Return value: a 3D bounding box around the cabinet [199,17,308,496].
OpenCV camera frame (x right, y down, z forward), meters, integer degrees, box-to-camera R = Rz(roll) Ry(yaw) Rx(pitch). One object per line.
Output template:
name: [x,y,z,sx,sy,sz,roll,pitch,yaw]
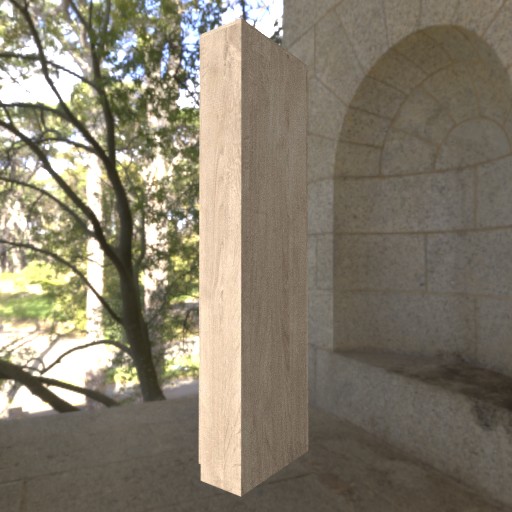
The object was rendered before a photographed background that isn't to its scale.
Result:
cabinet: [0.000,0.000,1.926,0.230,1.790,0.500,-1,-1,36]
